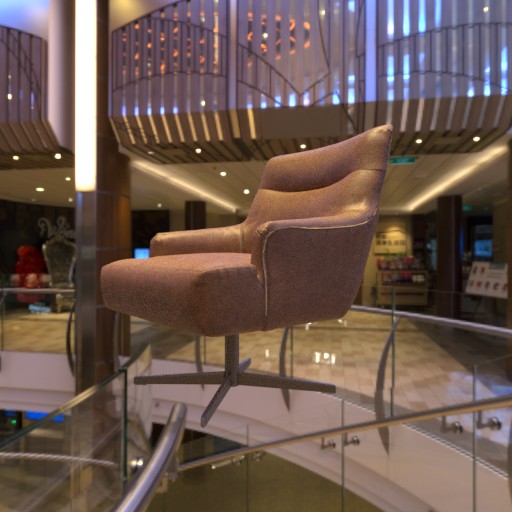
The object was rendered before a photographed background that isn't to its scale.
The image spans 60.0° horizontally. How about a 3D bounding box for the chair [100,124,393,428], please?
[{"bbox_3d":[0.000,0.000,1.507,0.874,0.869,0.729,0,0,-36],"label":"chair"}]
